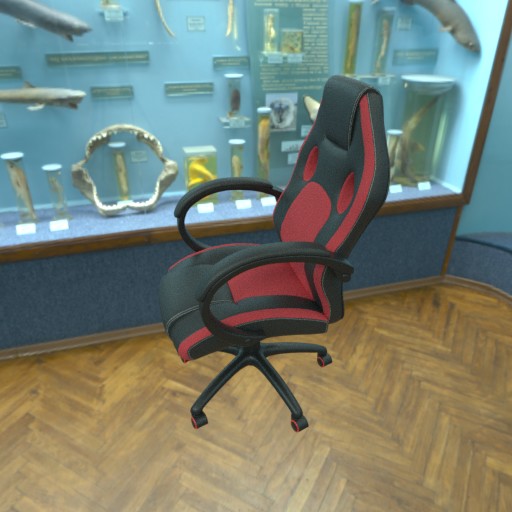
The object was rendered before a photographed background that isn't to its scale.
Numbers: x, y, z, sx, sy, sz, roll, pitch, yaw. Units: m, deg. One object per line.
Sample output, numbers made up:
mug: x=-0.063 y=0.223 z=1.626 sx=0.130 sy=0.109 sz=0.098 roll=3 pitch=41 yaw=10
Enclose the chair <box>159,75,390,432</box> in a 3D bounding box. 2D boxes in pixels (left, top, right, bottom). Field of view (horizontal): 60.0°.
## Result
chair: x=0.000 y=0.000 z=1.615 sx=0.724 sy=1.187 sz=0.673 roll=-7 pitch=30 yaw=-13
